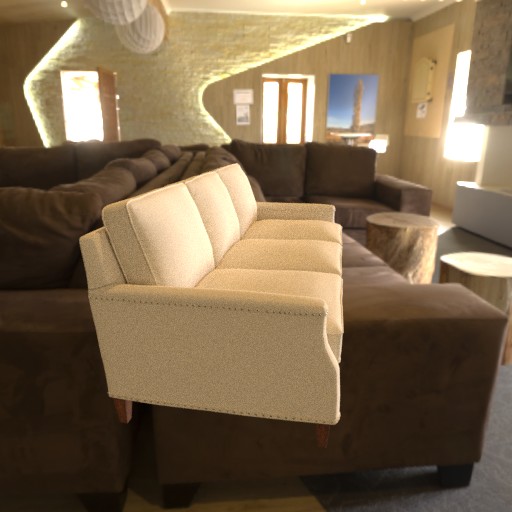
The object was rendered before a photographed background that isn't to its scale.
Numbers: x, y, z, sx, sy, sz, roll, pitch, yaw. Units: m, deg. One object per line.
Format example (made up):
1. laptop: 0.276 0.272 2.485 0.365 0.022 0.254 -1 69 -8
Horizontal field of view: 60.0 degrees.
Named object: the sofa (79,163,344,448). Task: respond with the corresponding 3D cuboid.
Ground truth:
1. sofa: 0.000 0.000 2.798 1.084 1.003 2.246 3 17 10
